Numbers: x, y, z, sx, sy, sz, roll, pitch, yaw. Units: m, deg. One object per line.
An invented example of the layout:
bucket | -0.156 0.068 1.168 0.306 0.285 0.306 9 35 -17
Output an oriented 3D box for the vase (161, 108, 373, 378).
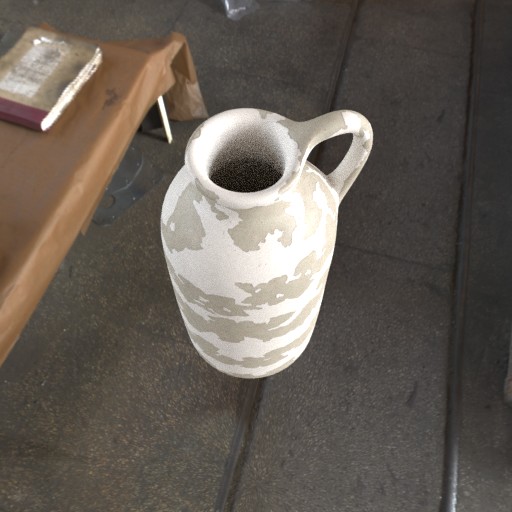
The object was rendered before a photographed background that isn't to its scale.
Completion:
vase | 0.000 0.000 0.489 0.203 0.382 0.186 -16 64 -8
